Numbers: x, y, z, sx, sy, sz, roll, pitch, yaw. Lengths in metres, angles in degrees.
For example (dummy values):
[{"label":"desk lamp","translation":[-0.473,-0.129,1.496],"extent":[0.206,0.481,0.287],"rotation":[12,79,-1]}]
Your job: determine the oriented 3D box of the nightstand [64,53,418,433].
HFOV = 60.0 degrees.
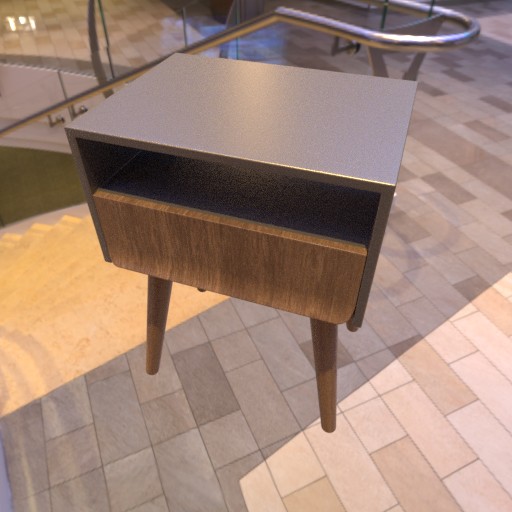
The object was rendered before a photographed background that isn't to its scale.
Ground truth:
[{"label":"nightstand","translation":[0.000,0.000,0.720],"extent":[0.370,0.508,0.288],"rotation":[13,43,14]}]
